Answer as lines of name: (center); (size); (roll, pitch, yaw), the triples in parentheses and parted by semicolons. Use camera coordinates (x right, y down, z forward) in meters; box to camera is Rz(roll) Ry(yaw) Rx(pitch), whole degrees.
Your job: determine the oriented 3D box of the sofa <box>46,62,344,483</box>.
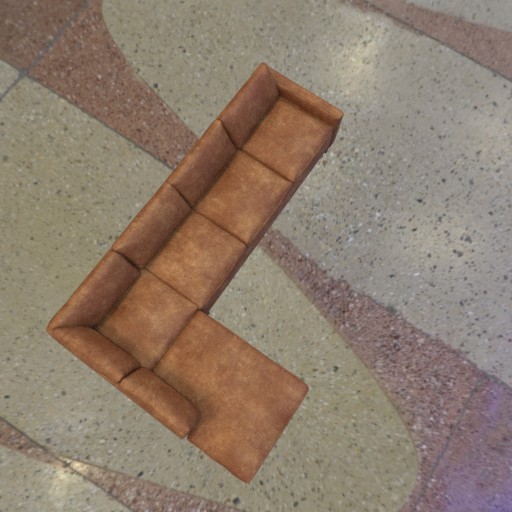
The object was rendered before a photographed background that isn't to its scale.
sofa: (0.000, 0.000, 3.770); (1.938, 0.877, 2.984); (34, 78, 9)
